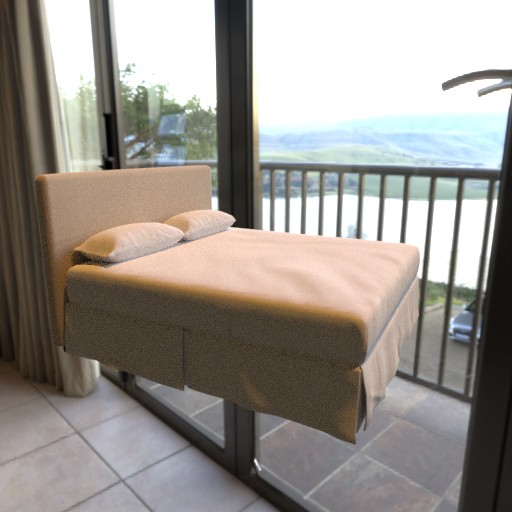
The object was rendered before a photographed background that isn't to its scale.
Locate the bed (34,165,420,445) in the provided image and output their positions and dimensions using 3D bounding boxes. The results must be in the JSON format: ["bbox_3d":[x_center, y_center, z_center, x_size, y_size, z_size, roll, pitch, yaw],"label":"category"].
[{"bbox_3d":[0.000,0.000,3.491,2.319,1.317,2.119,7,15,26],"label":"bed"}]
